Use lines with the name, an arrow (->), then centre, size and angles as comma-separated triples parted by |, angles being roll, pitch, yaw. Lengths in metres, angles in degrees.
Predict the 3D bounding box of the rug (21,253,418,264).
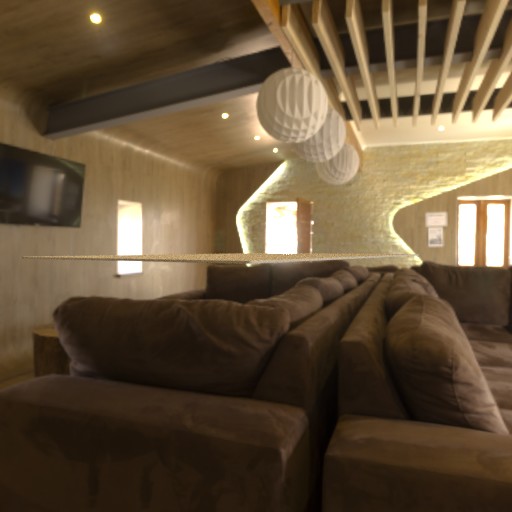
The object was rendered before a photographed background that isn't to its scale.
rug -> 0.000, 0.000, 2.220 | 1.143, 0.008, 1.753 | 1, 1, 34
